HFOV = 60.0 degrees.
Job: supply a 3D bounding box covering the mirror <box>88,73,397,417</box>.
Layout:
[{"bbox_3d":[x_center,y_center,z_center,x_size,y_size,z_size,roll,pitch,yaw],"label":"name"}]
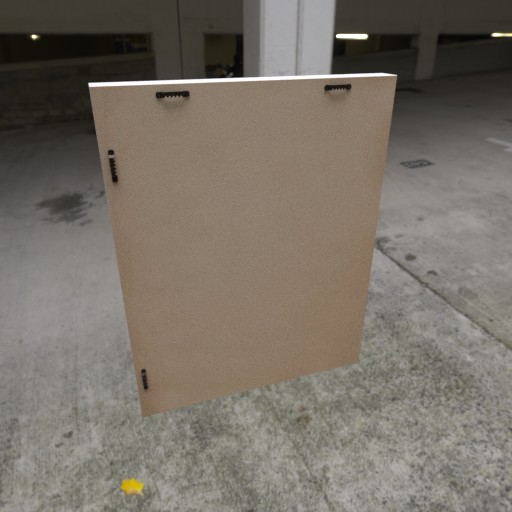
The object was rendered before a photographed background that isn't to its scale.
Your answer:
[{"bbox_3d":[0.000,0.000,0.681,0.405,0.508,0.041,-9,28,-17],"label":"mirror"}]
